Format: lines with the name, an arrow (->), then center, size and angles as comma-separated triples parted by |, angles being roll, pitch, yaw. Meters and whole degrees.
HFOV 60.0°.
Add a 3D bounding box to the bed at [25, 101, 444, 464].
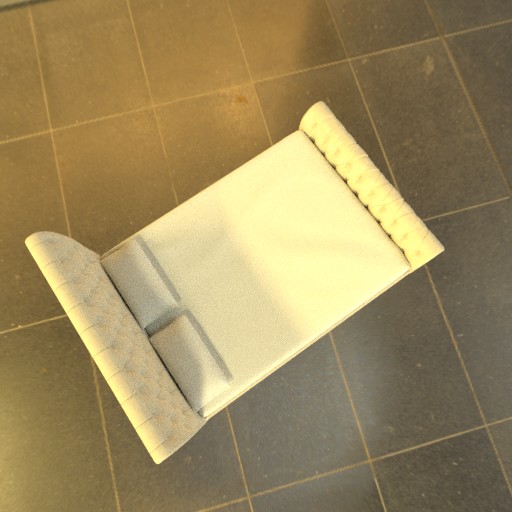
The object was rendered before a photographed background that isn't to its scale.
bed -> 0.000, 0.000, 3.415 | 2.493, 1.268, 1.606 | -34, 78, -8
